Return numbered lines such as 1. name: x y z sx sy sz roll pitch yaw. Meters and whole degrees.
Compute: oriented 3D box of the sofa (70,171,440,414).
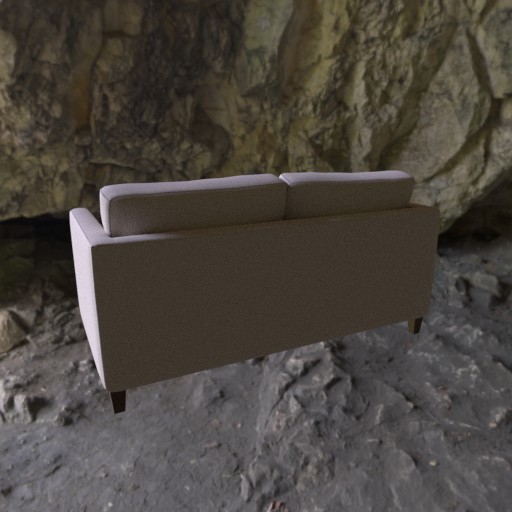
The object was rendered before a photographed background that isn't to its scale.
1. sofa: 0.000 0.000 2.322 1.722 0.888 0.873 -8 17 -26
